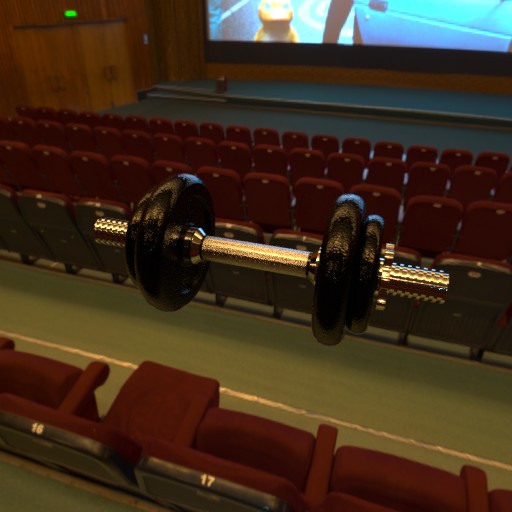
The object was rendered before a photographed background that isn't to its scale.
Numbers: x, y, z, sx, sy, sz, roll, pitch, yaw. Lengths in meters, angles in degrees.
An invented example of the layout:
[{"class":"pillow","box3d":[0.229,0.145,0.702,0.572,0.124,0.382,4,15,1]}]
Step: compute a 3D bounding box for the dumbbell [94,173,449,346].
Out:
[{"class":"dumbbell","box3d":[0.000,0.000,0.617,0.497,0.202,0.202,10,33,15]}]
